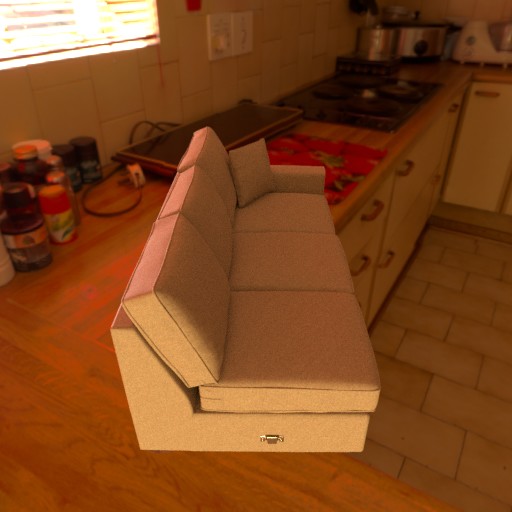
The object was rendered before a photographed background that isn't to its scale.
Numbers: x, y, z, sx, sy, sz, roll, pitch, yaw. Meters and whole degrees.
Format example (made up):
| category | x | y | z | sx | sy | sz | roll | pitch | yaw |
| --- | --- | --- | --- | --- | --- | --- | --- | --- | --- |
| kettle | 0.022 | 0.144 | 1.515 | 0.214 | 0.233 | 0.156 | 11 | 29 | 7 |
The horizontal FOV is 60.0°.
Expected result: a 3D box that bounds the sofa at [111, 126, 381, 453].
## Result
| category | x | y | z | sx | sy | sz | roll | pitch | yaw |
| --- | --- | --- | --- | --- | --- | --- | --- | --- | --- |
| sofa | 0.000 | 0.000 | 2.538 | 1.034 | 0.946 | 1.963 | 0 | 32 | 1 |
